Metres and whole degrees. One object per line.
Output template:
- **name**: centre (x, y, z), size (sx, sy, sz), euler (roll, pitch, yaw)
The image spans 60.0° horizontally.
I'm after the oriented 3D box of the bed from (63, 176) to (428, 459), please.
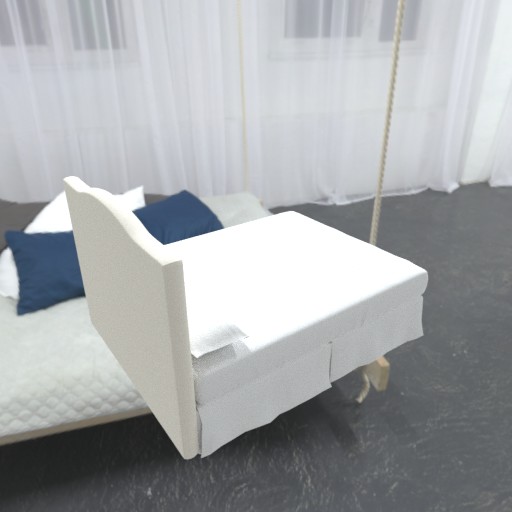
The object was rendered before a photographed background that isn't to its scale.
- **bed**: centre (0.000, 0.000, 3.519), size (2.282, 1.436, 1.821), euler (-18, 32, -32)
